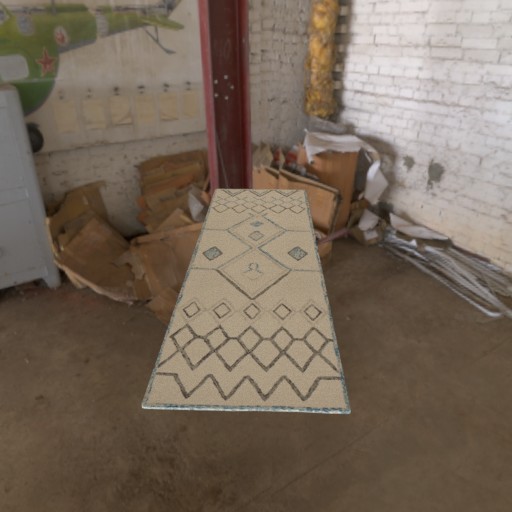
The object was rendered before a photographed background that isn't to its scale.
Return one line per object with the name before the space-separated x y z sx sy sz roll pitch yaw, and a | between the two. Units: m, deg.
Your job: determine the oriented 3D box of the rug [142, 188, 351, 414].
rug | 0.000 0.000 2.696 0.770 0.013 2.434 1 28 2
